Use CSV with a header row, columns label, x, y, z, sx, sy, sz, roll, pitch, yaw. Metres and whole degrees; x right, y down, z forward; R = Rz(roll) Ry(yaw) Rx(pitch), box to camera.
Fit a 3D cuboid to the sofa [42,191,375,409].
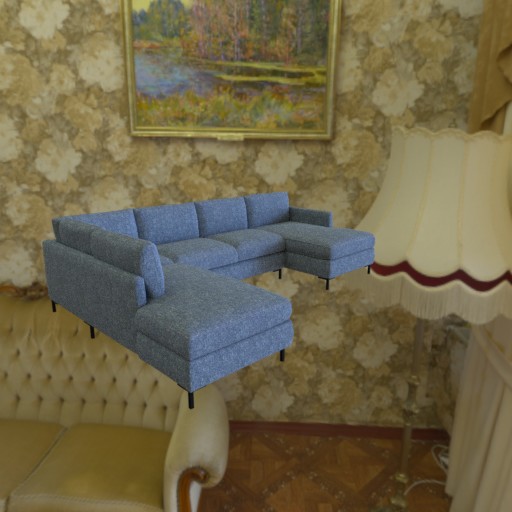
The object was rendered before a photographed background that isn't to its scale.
label,x,y,z,sx,sy,sz,roll,pitch,yaw
sofa,0.000,0.000,3.627,2.737,0.756,1.879,-14,20,-43
